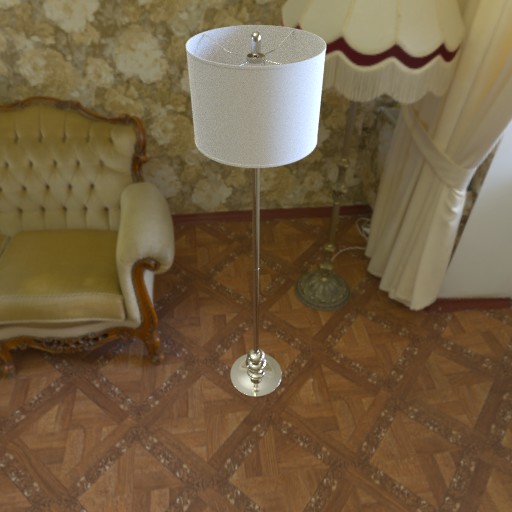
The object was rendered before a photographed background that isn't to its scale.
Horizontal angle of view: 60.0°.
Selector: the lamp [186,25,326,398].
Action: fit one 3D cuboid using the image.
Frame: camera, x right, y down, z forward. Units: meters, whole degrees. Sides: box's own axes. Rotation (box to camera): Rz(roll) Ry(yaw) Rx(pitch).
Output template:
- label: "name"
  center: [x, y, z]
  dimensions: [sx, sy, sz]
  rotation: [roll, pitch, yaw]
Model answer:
- label: "lamp"
  center: [0.000, 0.000, 1.599]
  dimensions: [0.356, 1.487, 0.356]
  rotation: [26, 47, 27]
